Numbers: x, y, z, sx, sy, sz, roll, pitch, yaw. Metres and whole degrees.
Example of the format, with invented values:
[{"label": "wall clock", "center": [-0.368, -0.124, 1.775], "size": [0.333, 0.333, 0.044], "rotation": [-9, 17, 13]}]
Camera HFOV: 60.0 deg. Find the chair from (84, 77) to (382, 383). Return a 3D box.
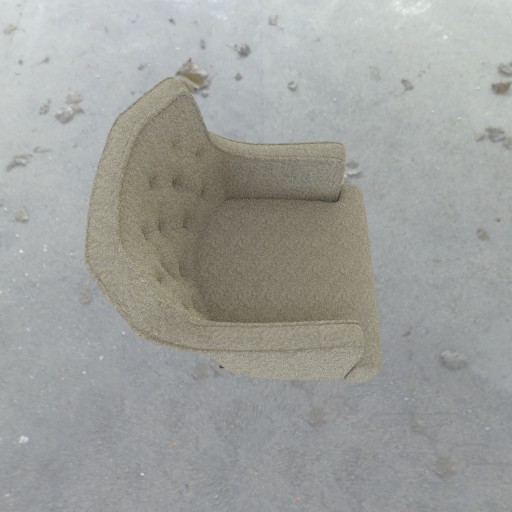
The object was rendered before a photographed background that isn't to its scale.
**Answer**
[{"label": "chair", "center": [0.000, 0.000, 1.638], "size": [0.910, 0.920, 0.820], "rotation": [0, 64, 0]}]
